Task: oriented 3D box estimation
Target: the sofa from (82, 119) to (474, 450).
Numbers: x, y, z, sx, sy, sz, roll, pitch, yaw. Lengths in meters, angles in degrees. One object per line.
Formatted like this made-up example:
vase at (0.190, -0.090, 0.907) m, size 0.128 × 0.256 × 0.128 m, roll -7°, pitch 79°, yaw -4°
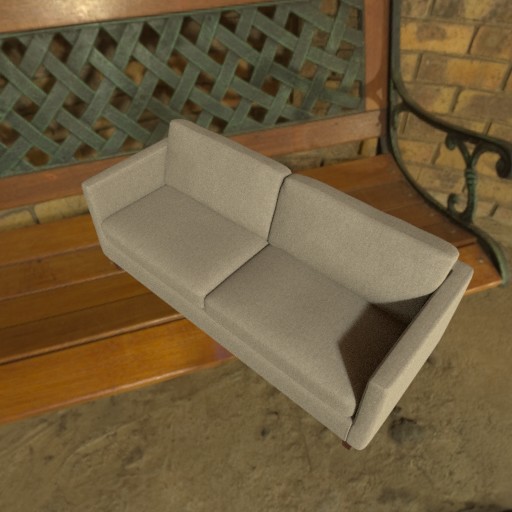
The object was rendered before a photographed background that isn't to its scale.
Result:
sofa at (0.000, 0.000, 2.730) m, size 2.208 × 0.963 × 0.956 m, roll 32°, pitch 53°, yaw 27°
